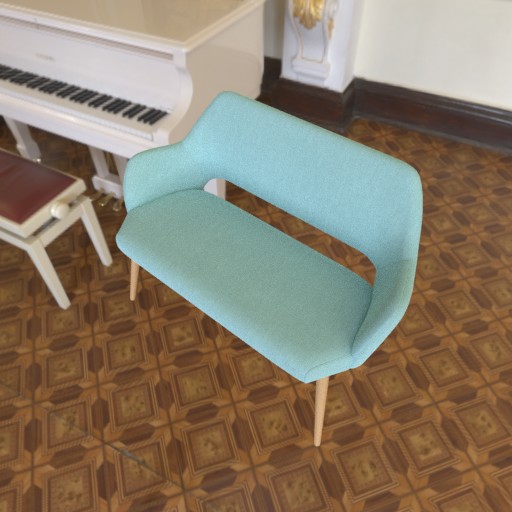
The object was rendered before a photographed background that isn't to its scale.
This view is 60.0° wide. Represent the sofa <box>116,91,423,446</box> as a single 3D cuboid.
[{"bbox_3d":[0.000,0.000,1.650,1.150,0.840,0.610,31,55,26],"label":"sofa"}]
